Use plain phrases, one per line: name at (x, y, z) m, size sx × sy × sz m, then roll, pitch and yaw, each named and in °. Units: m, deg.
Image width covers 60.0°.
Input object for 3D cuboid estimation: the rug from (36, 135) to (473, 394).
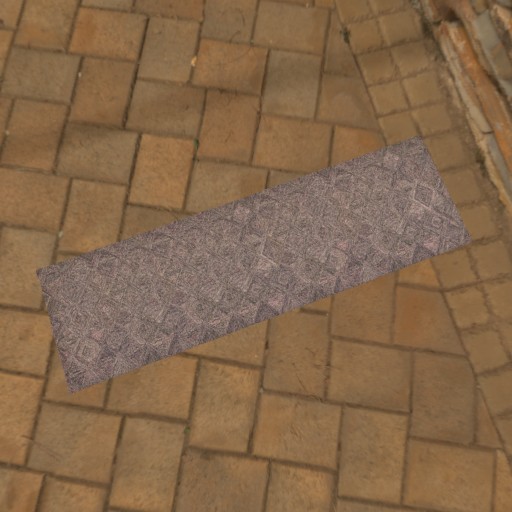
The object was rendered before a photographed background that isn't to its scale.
rug at (0.000, 0.000, 2.421) m, size 2.296 × 0.011 × 0.691 m, roll -20°, pitch 78°, yaw -4°
